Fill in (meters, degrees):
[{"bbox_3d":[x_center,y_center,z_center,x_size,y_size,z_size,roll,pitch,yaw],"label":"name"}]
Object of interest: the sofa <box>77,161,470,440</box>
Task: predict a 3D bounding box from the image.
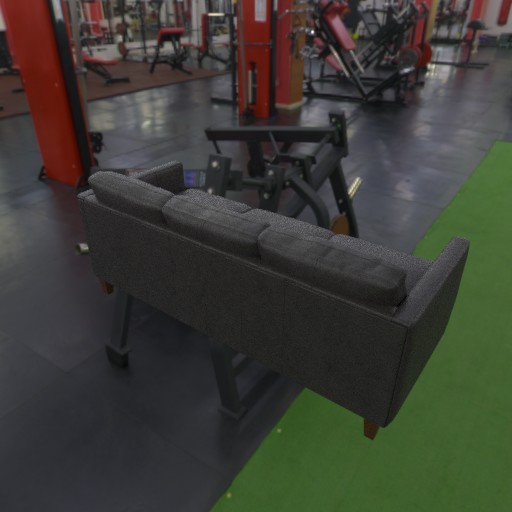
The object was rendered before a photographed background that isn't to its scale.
[{"bbox_3d":[0.000,0.000,3.038,2.464,1.006,1.045,21,36,31],"label":"sofa"}]
